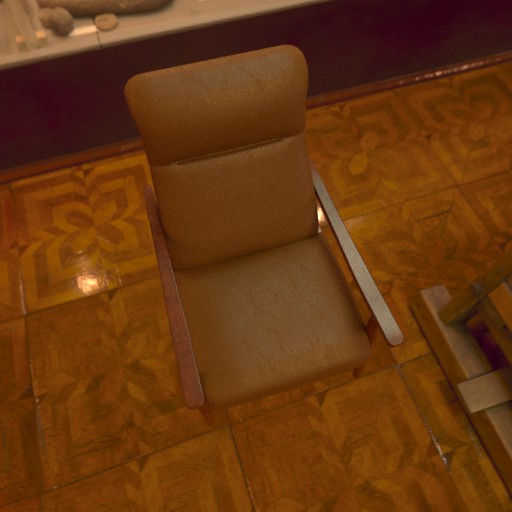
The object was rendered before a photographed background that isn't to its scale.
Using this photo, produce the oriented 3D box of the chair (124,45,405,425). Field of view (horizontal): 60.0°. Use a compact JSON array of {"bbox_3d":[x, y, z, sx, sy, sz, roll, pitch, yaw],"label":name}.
[{"bbox_3d":[0.000,0.000,1.749,0.762,1.082,1.014,-15,63,-8],"label":"chair"}]
